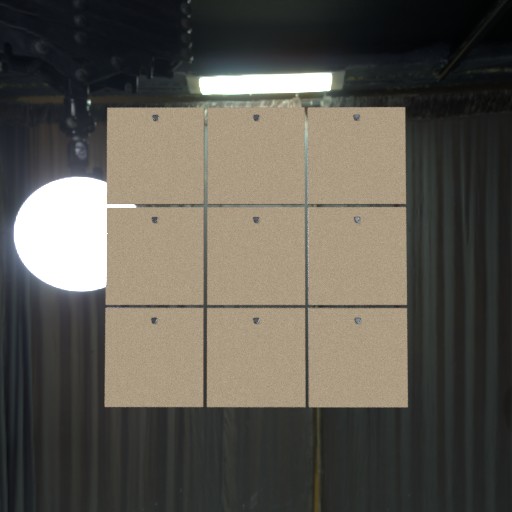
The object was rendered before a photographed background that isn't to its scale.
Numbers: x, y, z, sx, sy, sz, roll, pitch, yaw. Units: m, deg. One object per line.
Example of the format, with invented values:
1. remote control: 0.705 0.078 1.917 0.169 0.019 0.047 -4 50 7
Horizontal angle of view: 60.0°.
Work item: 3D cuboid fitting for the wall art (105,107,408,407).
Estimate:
1. wall art: 0.000 0.000 1.339 0.906 0.904 0.018 0 -2 0
